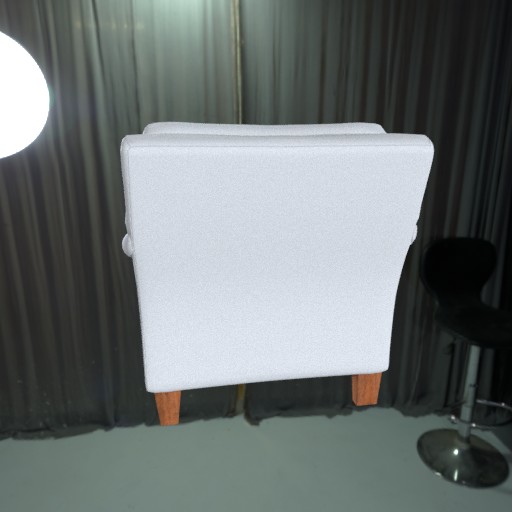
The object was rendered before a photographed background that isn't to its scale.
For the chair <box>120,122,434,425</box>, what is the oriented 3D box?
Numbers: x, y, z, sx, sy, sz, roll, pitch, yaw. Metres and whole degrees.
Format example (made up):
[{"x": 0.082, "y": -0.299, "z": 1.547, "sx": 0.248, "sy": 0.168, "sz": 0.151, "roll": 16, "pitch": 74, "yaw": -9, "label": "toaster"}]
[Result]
[{"x": 0.000, "y": 0.000, "z": 1.818, "sx": 0.955, "sy": 1.038, "sz": 1.070, "roll": -3, "pitch": 16, "yaw": -9, "label": "chair"}]
